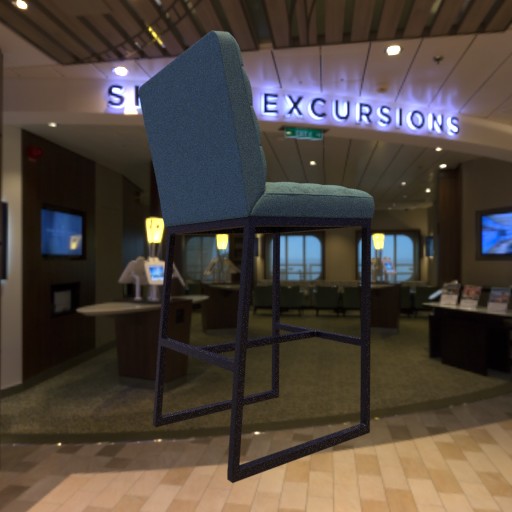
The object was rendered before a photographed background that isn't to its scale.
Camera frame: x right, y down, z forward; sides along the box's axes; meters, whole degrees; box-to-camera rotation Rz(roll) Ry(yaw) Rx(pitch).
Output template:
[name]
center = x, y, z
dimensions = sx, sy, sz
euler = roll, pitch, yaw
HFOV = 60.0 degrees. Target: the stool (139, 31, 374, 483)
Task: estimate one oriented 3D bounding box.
[stool]
center = 0.000, 0.000, 1.326
dimensions = 0.560, 1.040, 0.460
euler = 0, 0, -37
